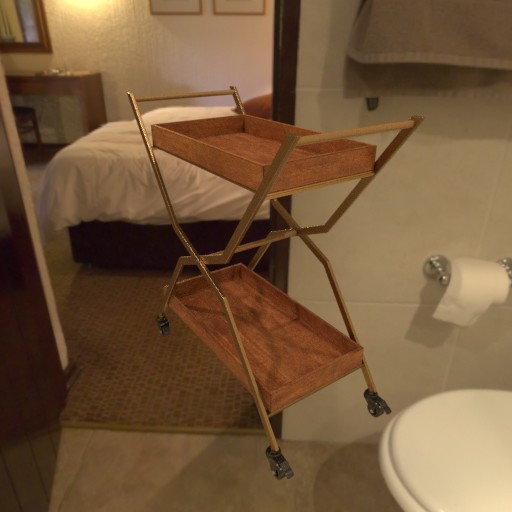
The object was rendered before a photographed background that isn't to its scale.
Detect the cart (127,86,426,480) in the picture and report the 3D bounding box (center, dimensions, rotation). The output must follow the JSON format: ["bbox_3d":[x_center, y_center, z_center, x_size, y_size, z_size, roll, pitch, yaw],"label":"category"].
[{"bbox_3d":[0.000,0.000,1.326,0.405,0.869,0.836,-17,31,-31],"label":"cart"}]
